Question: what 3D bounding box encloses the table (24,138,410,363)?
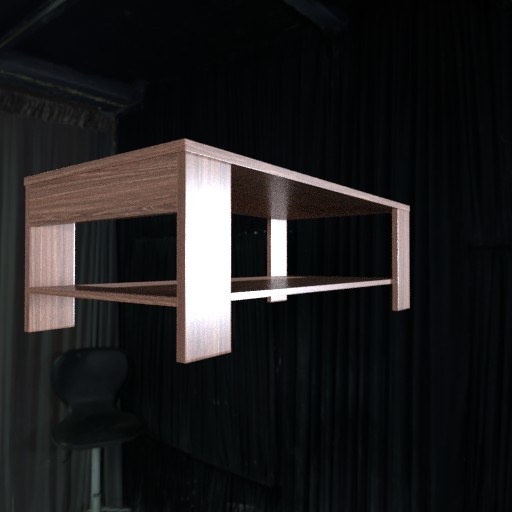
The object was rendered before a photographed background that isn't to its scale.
[{"bbox_3d":[0.000,0.000,1.444,0.600,0.400,1.200,-1,-1,37],"label":"table"}]
